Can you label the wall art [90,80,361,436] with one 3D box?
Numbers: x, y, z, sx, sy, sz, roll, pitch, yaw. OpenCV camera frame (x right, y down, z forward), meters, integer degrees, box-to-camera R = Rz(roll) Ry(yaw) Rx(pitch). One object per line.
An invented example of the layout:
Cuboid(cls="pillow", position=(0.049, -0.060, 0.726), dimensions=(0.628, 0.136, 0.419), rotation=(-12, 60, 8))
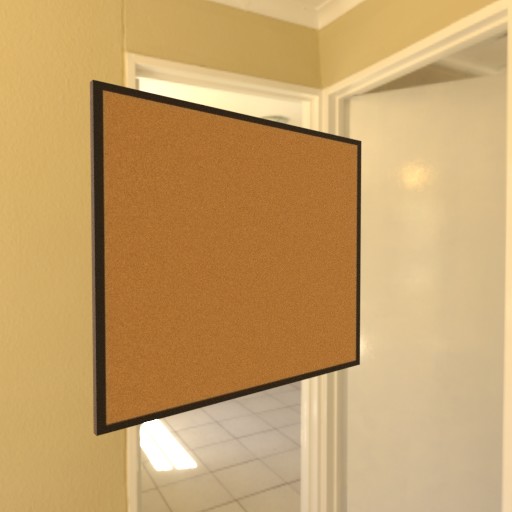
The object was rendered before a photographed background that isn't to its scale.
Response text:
Cuboid(cls="wall art", position=(0.000, 0.000, 1.420), dimensions=(1.033, 0.875, 0.023), rotation=(-1, 2, -39))
